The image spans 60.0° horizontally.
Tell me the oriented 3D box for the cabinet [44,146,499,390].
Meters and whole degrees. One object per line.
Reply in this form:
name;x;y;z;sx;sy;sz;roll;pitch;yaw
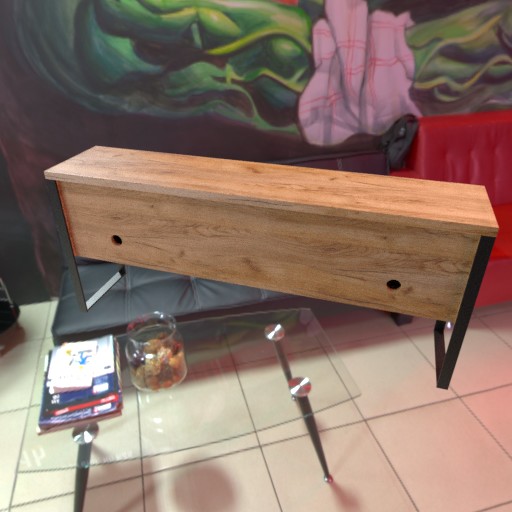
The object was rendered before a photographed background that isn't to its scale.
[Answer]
cabinet;0.000;0.000;2.047;1.800;0.762;0.395;9;32;15
